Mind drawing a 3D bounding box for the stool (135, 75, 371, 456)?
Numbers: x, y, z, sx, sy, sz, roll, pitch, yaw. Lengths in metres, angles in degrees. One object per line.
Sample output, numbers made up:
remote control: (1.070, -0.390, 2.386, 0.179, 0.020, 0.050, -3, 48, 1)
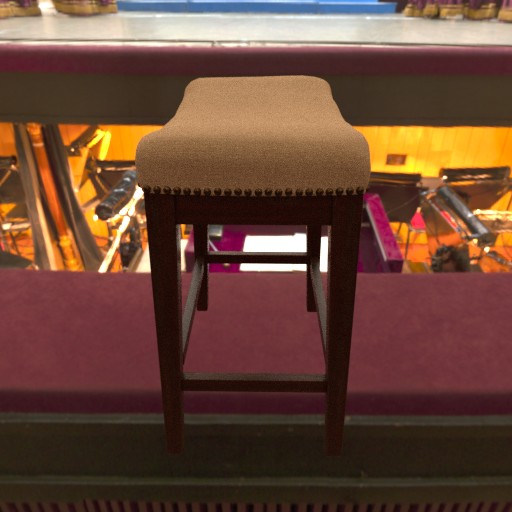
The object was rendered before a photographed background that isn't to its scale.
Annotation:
stool: (0.000, 0.000, 0.967, 0.363, 0.669, 0.509, 0, 31, 1)
